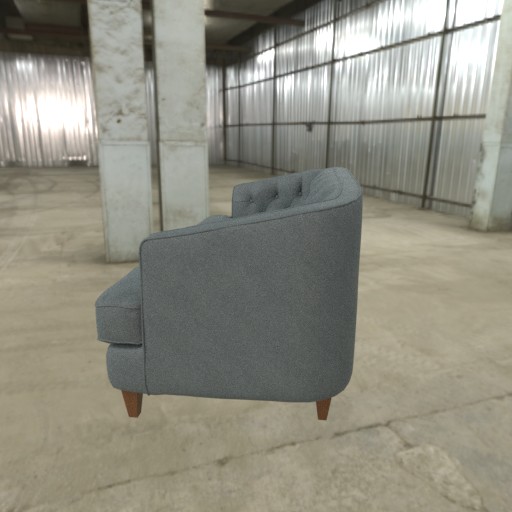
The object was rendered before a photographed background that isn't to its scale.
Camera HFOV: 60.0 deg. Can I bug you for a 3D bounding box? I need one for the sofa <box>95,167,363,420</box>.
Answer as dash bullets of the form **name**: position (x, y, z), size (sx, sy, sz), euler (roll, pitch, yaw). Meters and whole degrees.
- **sofa**: position (0.000, 0.000, 2.281), size (0.941, 0.855, 1.733), euler (2, 15, 8)
